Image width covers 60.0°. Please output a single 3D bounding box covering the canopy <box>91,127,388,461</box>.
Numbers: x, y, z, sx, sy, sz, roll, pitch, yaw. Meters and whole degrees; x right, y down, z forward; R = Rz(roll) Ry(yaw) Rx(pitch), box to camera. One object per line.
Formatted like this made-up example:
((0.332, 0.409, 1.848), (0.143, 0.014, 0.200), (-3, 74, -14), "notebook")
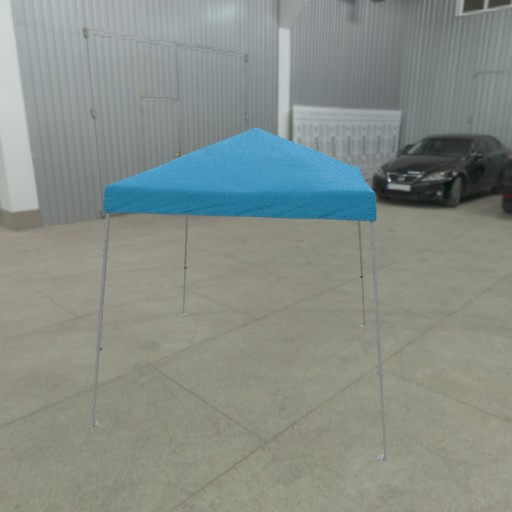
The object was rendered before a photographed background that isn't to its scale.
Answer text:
((0.000, 0.000, 5.119), (2.849, 2.850, 2.850), (3, 16, 9), "canopy")
